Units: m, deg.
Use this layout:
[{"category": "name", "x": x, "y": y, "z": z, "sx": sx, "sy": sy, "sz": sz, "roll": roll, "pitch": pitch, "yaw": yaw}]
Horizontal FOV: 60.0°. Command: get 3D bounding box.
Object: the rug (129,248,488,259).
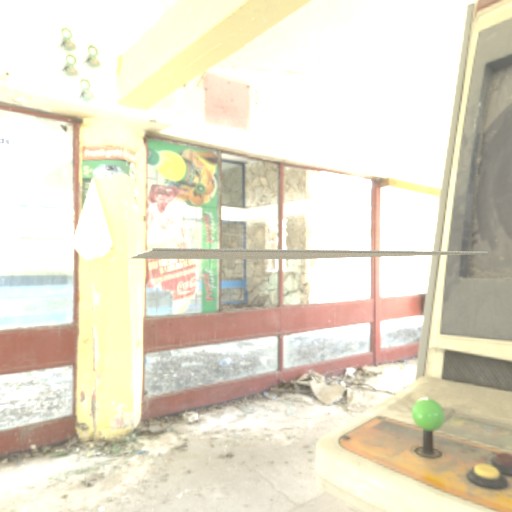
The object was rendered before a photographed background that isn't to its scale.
[{"category": "rug", "x": 0.000, "y": 0.000, "z": 2.328, "sx": 1.231, "sy": 0.012, "sz": 1.835, "roll": 0, "pitch": -1, "yaw": -18}]
